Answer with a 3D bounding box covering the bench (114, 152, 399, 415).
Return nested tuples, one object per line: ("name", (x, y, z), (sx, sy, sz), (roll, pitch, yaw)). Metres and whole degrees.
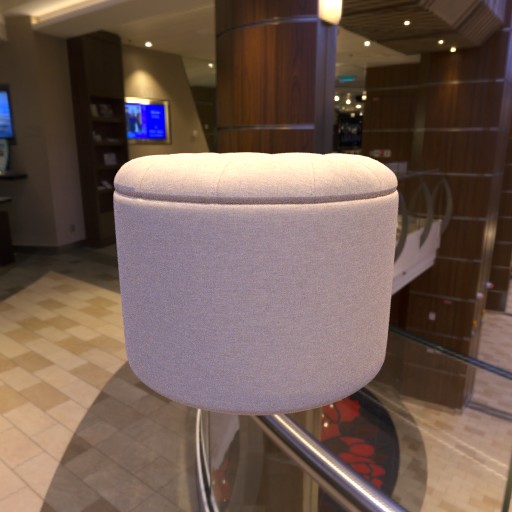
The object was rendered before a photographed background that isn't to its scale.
("bench", (0.000, 0.000, 1.010), (0.600, 0.454, 0.600), (0, 14, 0))
